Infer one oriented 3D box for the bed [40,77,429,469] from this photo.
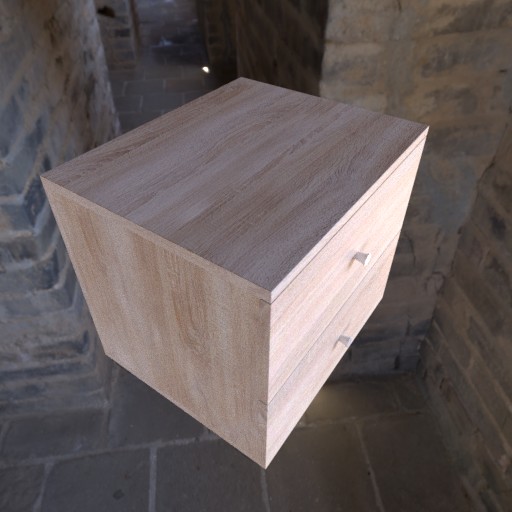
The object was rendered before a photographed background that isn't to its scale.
[{"bbox_3d":[0.000,0.000,0.797,0.401,0.420,0.460,25,47,26],"label":"bed"}]
